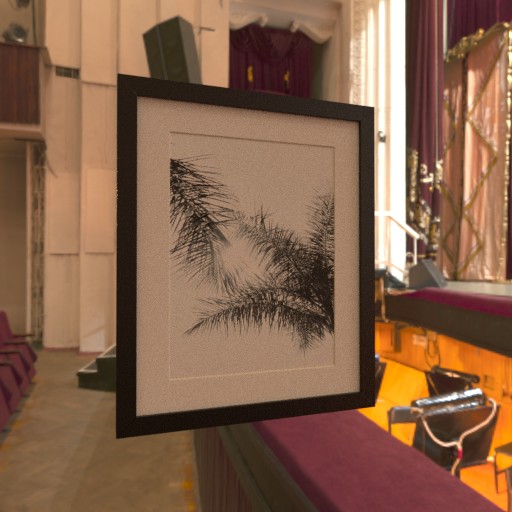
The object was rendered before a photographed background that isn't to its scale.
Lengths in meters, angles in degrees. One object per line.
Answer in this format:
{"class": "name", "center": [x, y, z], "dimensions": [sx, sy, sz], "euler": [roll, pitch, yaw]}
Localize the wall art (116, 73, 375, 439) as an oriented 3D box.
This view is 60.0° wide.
{"class": "wall art", "center": [0.000, 0.000, 0.762], "dimensions": [0.457, 0.557, 0.028], "euler": [0, -1, -19]}
